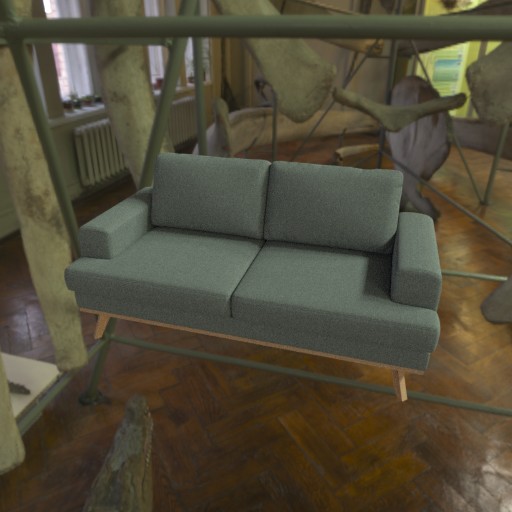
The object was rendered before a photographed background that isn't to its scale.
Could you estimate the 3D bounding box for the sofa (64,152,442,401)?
[{"bbox_3d":[0.000,0.000,2.154,1.650,0.810,0.785,8,28,15],"label":"sofa"}]
